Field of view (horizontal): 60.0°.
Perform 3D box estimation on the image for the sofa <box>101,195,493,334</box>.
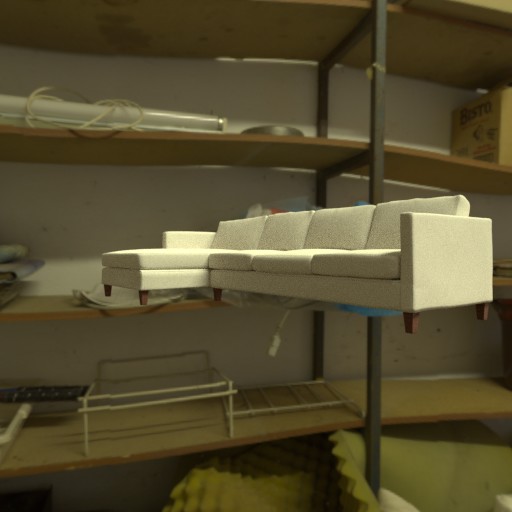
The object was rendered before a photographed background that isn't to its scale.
[{"bbox_3d":[0.000,0.000,3.770,1.625,0.846,3.186,0,1,-37],"label":"sofa"}]
